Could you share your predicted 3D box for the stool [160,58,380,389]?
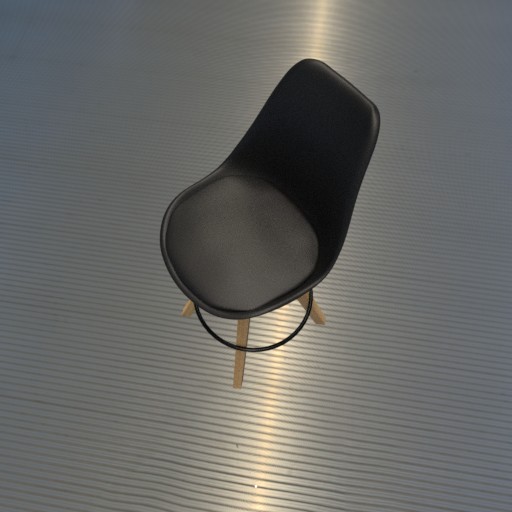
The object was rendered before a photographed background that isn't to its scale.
[{"bbox_3d":[0.000,0.000,1.429,0.550,1.115,0.485,-34,67,-16],"label":"stool"}]
